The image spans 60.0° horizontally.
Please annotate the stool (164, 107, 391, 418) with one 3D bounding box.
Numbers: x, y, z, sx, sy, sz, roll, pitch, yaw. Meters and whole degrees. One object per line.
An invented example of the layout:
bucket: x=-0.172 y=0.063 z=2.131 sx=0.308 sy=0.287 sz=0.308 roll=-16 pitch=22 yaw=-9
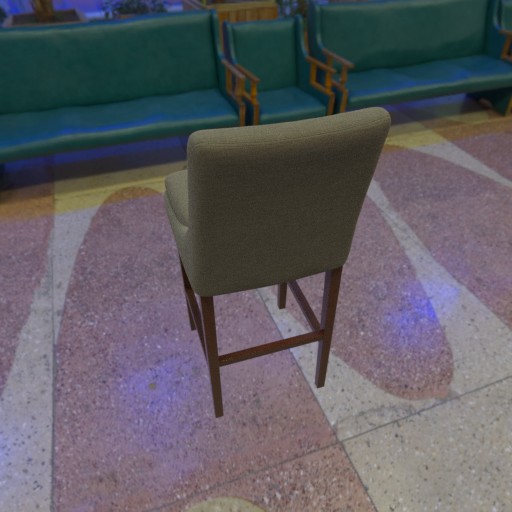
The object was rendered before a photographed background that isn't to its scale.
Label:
stool: x=0.000 y=0.000 z=1.375 sx=0.470 sy=1.078 sz=0.577 roll=-12 pitch=42 yaw=-13
